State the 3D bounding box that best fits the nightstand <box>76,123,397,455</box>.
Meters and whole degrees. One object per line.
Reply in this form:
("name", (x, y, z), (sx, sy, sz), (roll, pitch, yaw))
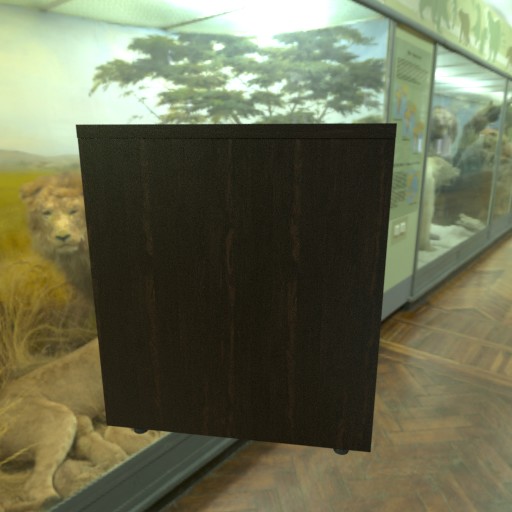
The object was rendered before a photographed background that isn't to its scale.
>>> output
("nightstand", (0.000, 0.000, 0.874), (0.427, 0.487, 0.489), (2, 15, 8))
